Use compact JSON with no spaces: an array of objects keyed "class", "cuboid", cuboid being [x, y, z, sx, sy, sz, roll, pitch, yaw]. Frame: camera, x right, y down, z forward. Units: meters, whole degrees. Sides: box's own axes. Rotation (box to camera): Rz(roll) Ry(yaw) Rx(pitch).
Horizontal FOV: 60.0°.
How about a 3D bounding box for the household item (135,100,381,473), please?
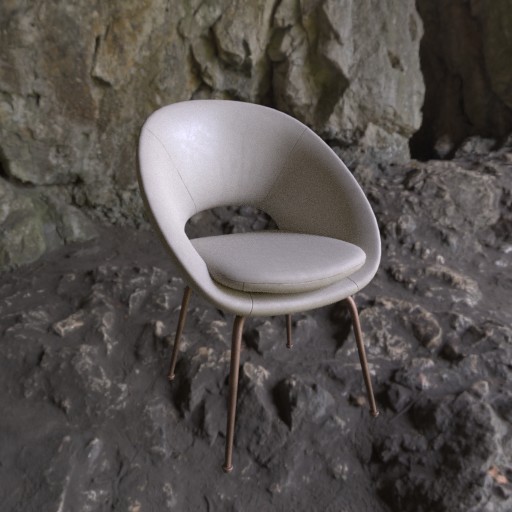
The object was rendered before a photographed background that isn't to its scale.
[{"class":"household item","cuboid":[0.000,0.000,1.244,0.623,0.852,0.573,-8,18,-26]}]
